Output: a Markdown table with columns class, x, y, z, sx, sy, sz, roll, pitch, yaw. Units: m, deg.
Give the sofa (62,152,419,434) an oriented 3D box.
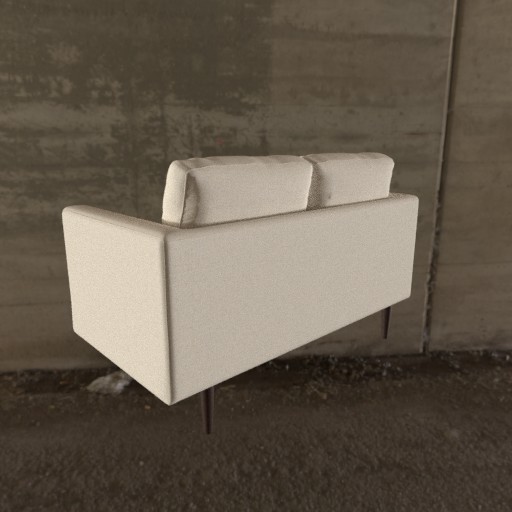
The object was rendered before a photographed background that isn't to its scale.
| class | x | y | z | sx | sy | sz | roll | pitch | yaw |
| --- | --- | --- | --- | --- | --- | --- | --- | --- | --- |
| sofa | 0.000 | 0.000 | 2.004 | 1.430 | 0.908 | 0.796 | -13 | 19 | -41 |
